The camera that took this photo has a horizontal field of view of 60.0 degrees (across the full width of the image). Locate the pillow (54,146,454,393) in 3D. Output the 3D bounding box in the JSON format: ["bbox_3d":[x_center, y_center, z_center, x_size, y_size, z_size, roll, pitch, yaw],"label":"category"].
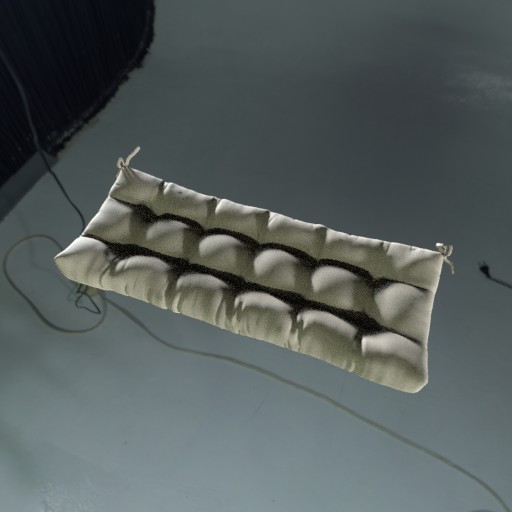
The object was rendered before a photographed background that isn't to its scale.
[{"bbox_3d":[0.000,0.000,1.384,1.194,0.174,0.511,17,59,11],"label":"pillow"}]
